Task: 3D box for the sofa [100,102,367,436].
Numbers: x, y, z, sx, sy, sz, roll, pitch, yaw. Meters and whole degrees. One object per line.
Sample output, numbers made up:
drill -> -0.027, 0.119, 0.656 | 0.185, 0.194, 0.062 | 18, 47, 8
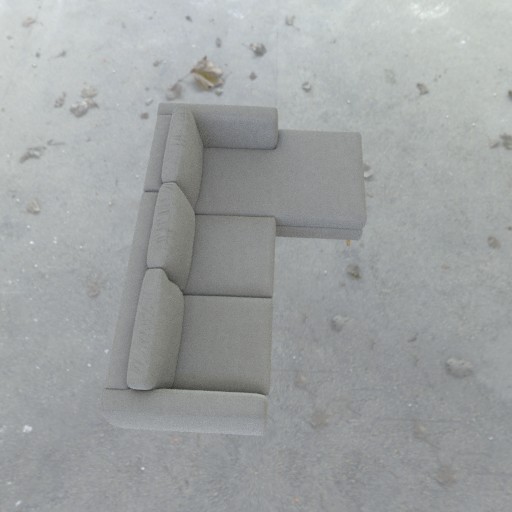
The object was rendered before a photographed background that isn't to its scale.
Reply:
sofa -> 0.000, 0.000, 3.084 | 1.580, 0.860, 2.300 | 3, 64, 1
